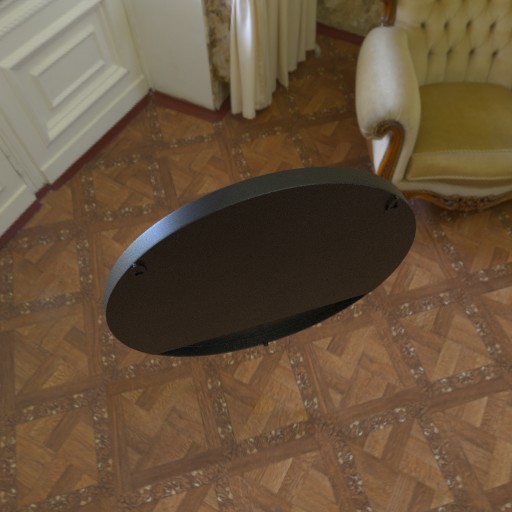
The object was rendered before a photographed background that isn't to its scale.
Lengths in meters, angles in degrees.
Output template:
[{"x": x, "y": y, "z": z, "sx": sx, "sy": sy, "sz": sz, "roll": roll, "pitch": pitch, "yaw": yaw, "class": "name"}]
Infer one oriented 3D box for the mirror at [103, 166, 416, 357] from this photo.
[{"x": 0.000, "y": 0.000, "z": 0.683, "sx": 0.457, "sy": 0.457, "sz": 0.133, "roll": -15, "pitch": 60, "yaw": -9, "class": "mirror"}]
